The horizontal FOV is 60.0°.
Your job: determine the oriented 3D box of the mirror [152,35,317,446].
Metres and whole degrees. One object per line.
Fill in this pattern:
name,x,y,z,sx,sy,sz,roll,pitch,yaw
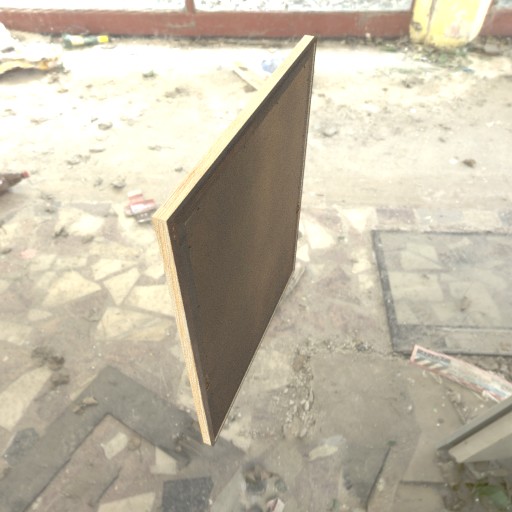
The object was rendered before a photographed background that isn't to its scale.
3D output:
mirror,0.000,0.000,1.196,0.032,0.882,0.730,17,49,15
